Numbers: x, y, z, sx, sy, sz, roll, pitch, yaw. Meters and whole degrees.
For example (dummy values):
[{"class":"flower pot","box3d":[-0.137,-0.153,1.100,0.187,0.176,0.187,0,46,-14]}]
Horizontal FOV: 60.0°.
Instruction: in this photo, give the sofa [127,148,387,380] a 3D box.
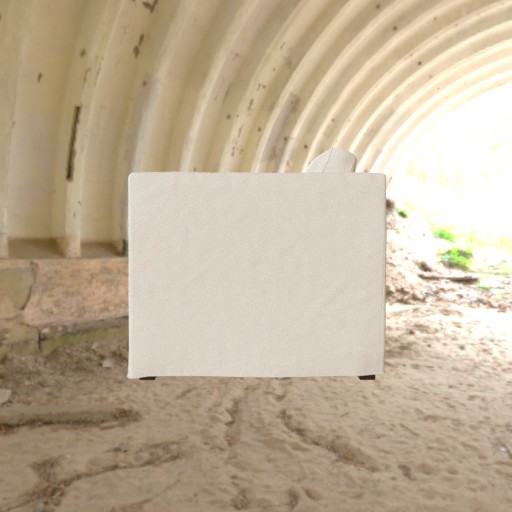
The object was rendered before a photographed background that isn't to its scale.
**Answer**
[{"class":"sofa","box3d":[0.000,0.000,2.529,0.940,0.870,1.987,0,1,0]}]
